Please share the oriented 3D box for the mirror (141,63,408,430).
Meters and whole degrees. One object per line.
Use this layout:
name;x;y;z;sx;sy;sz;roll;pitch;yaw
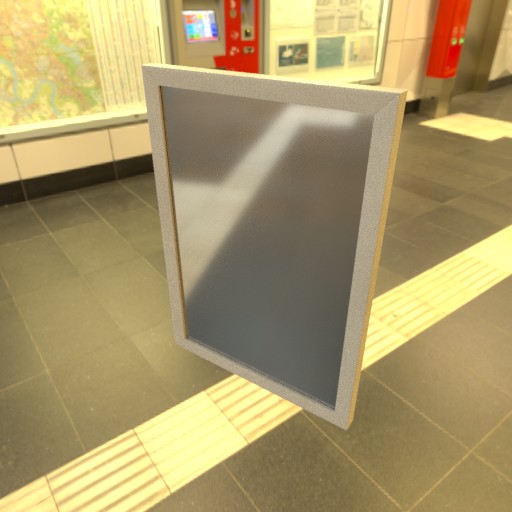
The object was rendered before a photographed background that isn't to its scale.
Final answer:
mirror;0.000;0.000;0.931;0.507;0.710;0.040;19;35;28
